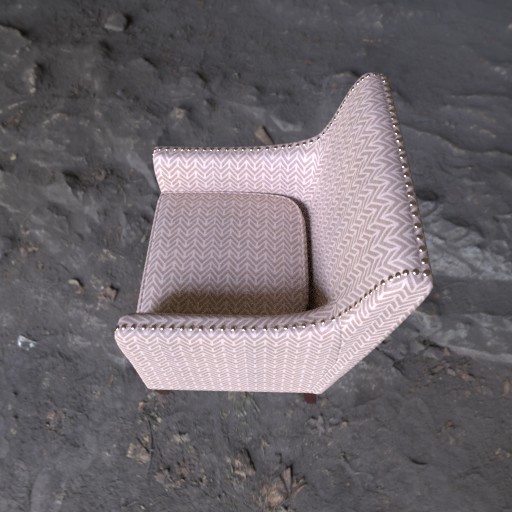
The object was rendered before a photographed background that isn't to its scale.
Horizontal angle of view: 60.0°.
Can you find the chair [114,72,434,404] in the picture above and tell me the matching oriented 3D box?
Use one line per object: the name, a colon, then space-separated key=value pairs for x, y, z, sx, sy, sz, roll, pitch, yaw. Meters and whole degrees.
chair: x=0.000 y=0.000 z=1.267 sx=0.651 sy=0.816 sz=0.623 roll=1 pitch=57 yaw=1
